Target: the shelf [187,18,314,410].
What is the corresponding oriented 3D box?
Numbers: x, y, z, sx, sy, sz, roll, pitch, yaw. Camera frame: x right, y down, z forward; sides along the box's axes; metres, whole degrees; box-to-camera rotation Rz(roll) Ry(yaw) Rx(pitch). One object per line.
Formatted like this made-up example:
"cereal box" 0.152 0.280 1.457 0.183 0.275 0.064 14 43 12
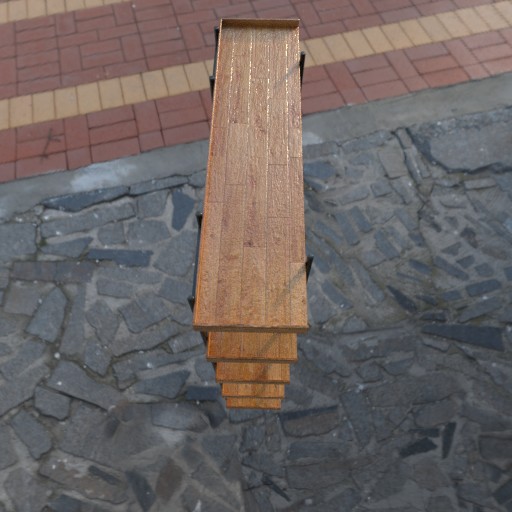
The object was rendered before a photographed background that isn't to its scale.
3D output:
"shelf" 0.000 0.000 2.393 0.379 1.826 1.371 1 63 1
